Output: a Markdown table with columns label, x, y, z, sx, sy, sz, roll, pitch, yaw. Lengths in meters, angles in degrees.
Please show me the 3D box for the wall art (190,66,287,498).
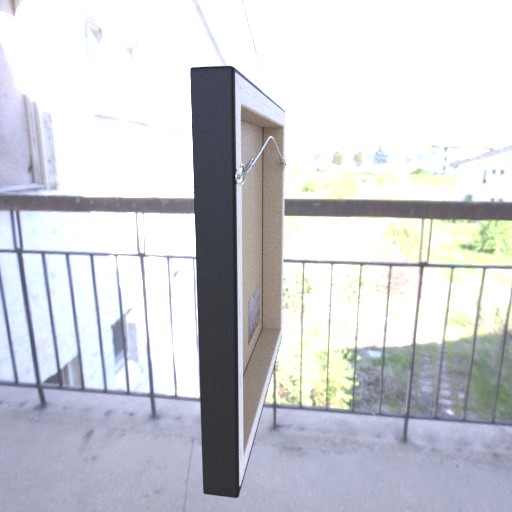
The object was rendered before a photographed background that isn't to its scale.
| label | x | y | z | sx | sy | sz | roll | pitch | yaw |
| --- | --- | --- | --- | --- | --- | --- | --- | --- | --- |
| wall art | 0.000 | 0.000 | 0.594 | 0.041 | 0.407 | 0.406 | 2 | 13 | 9 |
